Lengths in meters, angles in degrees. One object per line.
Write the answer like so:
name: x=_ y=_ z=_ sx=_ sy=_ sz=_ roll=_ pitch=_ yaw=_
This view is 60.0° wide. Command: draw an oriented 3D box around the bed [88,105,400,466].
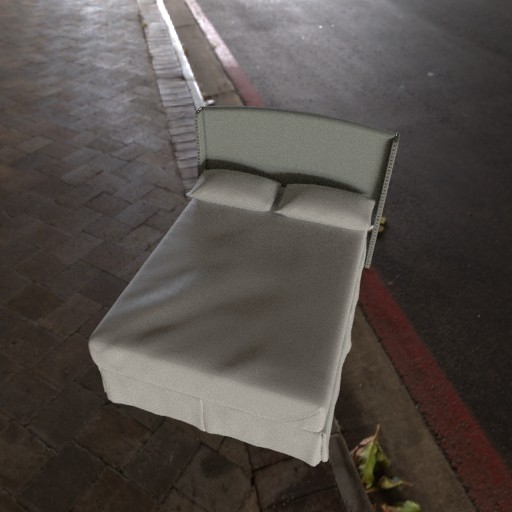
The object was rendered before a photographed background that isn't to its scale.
bed: x=0.000 y=0.000 z=3.372 sx=1.710 sy=1.407 sz=2.237 roll=12 pitch=44 yaw=13
